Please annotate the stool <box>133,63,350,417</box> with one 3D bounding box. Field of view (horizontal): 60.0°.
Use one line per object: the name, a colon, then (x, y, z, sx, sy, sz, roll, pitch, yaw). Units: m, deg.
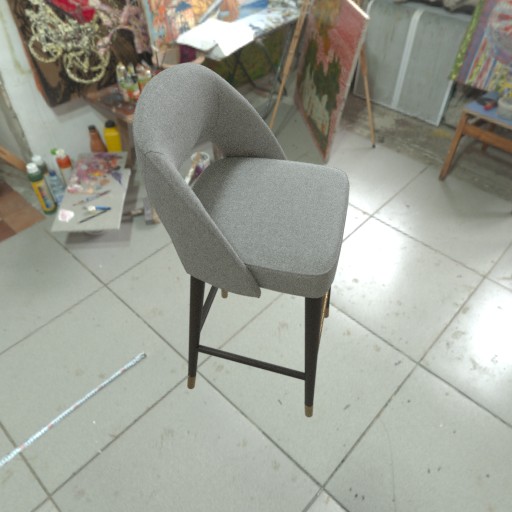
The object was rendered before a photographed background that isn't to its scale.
stool: (0.000, 0.000, 1.342, 0.509, 1.037, 0.494, 10, 48, 9)
